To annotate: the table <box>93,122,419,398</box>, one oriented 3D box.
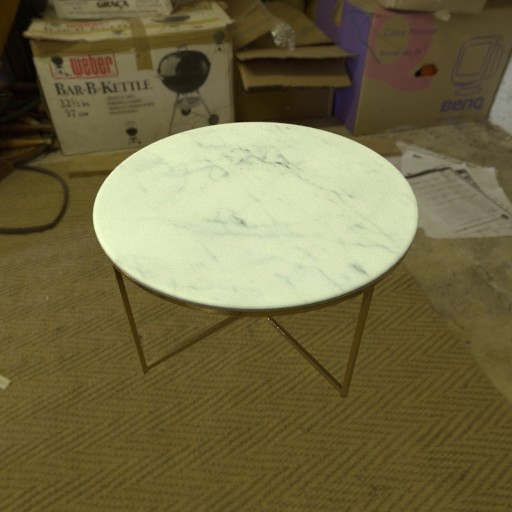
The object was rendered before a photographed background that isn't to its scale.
[{"bbox_3d":[0.000,0.000,1.273,0.800,0.450,0.800,0,41,0],"label":"table"}]
